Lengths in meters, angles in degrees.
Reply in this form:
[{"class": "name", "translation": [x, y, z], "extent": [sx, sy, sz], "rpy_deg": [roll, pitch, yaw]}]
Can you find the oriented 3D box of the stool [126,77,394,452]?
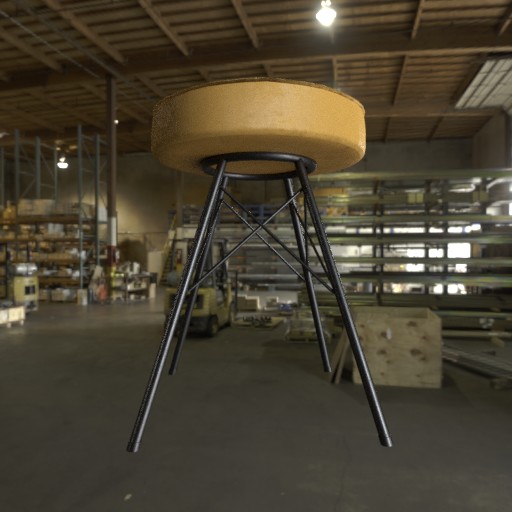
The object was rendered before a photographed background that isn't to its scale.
[{"class": "stool", "translation": [0.000, 0.000, 0.910], "extent": [0.438, 0.595, 0.472], "rpy_deg": [0, 0, -1]}]
